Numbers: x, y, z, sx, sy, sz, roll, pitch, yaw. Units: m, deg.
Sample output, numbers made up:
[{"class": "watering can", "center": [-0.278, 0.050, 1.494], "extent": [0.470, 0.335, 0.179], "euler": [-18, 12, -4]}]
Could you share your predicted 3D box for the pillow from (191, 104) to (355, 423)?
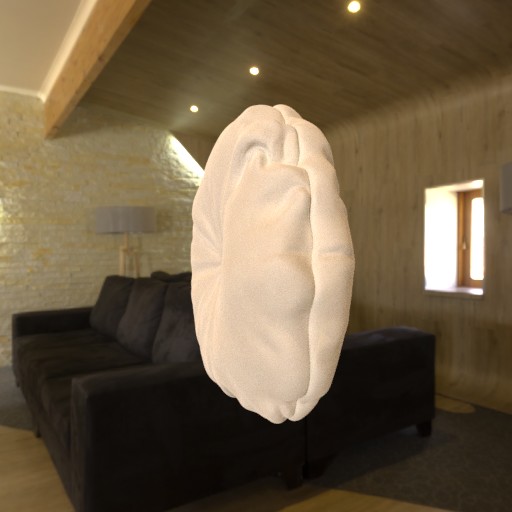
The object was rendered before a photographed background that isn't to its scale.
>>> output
[{"class": "pillow", "center": [0.000, 0.000, 0.630], "extent": [0.148, 0.407, 0.428], "euler": [0, 0, -17]}]
